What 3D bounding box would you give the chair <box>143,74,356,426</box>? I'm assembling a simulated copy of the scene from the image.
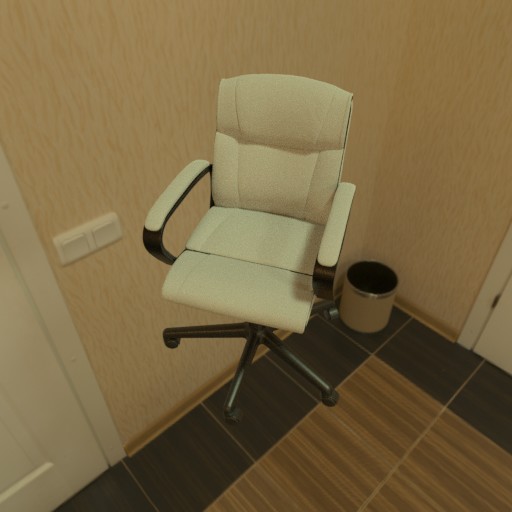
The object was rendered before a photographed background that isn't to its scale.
[{"bbox_3d":[0.000,0.000,1.519,0.739,1.004,0.717,12,42,14],"label":"chair"}]
